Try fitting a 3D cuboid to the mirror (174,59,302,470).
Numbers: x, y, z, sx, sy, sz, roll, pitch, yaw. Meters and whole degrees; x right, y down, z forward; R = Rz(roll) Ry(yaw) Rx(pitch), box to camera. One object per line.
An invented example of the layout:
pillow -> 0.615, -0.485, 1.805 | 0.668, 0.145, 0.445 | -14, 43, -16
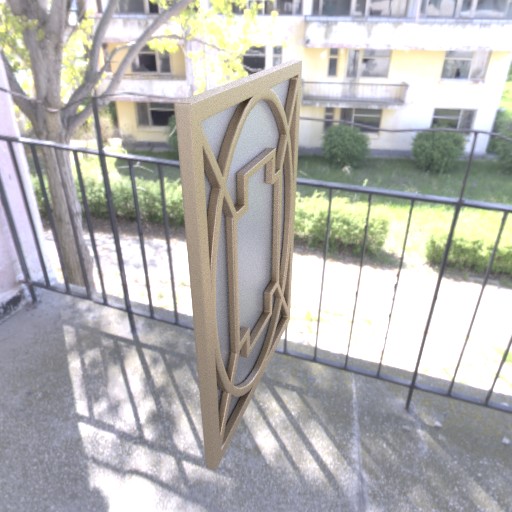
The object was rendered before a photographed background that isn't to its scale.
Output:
mirror -> 0.000, 0.000, 1.343 | 0.032, 1.023, 0.756 | 10, 31, 18
